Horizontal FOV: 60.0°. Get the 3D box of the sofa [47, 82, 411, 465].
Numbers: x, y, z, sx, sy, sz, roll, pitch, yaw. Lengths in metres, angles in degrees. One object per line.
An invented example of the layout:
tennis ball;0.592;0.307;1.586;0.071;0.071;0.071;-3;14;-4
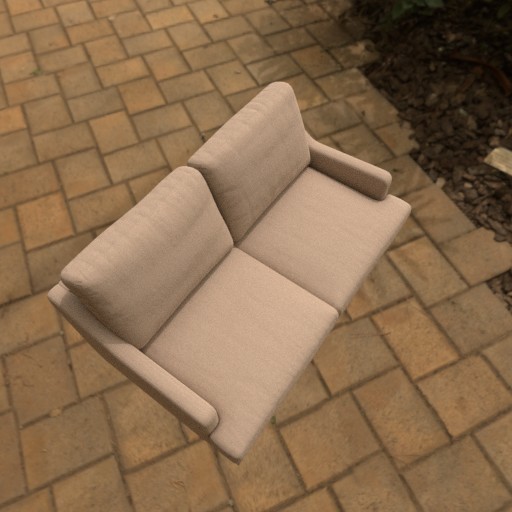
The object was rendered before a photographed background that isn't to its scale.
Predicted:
sofa;0.000;0.000;2.218;1.004;0.910;1.619;32;63;18
